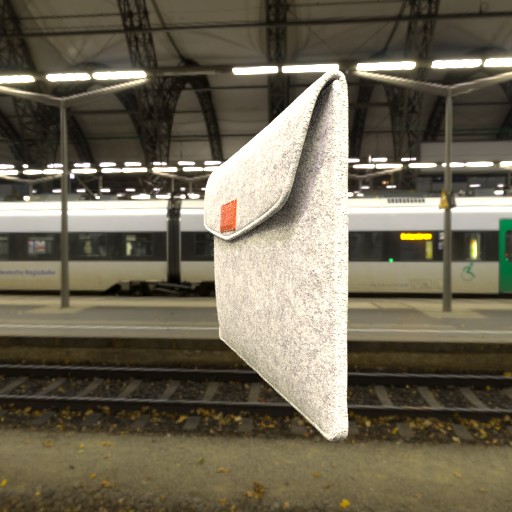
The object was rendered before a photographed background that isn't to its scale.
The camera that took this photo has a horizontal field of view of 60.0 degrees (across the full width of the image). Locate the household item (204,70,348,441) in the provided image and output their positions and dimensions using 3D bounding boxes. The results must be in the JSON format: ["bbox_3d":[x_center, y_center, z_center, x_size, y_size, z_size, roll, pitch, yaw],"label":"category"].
[{"bbox_3d":[0.000,0.000,0.419,0.057,0.221,0.335,0,1,-16],"label":"household item"}]
